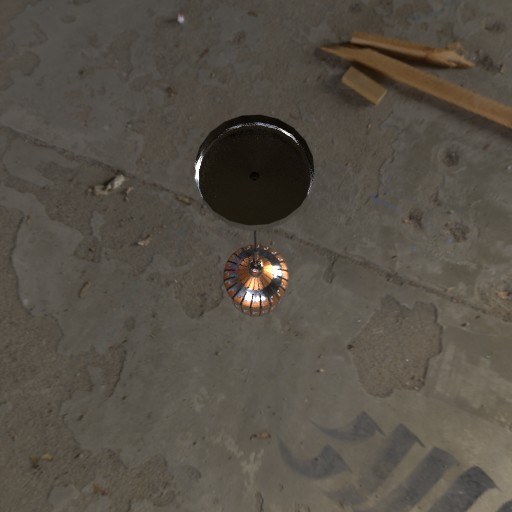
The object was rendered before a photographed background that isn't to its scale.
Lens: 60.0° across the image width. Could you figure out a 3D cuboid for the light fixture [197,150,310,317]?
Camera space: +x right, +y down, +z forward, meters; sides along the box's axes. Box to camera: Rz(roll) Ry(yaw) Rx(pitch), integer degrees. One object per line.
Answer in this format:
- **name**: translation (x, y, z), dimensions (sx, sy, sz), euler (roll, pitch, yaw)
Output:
- **light fixture**: translation (0.000, 0.000, 1.660), dimensions (0.303, 1.535, 0.303), euler (0, 76, 0)
